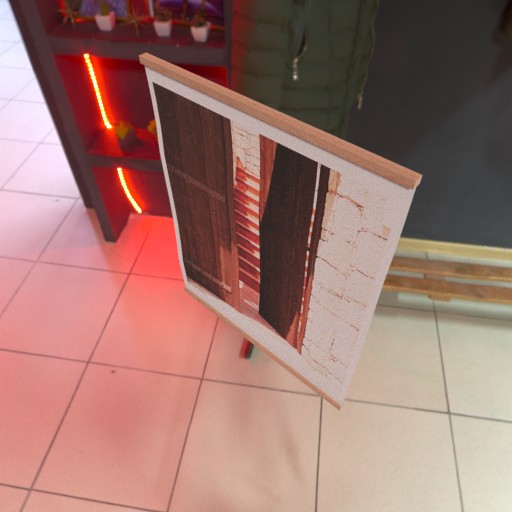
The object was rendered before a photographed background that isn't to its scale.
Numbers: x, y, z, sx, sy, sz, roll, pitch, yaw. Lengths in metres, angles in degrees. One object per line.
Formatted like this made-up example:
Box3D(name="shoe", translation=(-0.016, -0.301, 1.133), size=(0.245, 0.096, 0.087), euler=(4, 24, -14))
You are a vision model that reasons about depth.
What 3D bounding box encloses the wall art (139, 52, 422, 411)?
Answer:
Box3D(name="wall art", translation=(0.000, 0.000, 0.691), size=(0.406, 0.508, 0.013), euler=(33, 56, 27))
